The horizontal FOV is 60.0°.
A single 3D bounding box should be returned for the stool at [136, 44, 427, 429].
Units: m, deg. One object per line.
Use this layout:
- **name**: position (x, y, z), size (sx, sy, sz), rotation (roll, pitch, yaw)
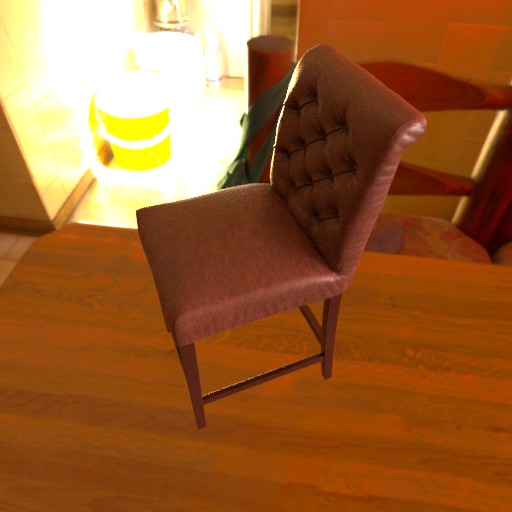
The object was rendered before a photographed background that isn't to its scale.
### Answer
- **stool**: position (0.000, 0.000, 1.413), size (0.660, 1.084, 0.486), rotation (-16, 48, -15)
